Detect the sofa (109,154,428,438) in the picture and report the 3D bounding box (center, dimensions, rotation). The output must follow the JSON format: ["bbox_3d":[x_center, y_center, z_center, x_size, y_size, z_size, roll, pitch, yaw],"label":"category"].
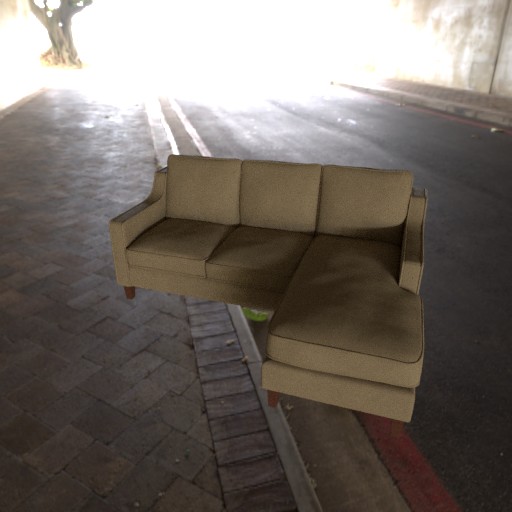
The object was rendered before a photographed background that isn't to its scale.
[{"bbox_3d":[0.000,0.000,3.208,2.317,1.066,1.858,8,27,17],"label":"sofa"}]
